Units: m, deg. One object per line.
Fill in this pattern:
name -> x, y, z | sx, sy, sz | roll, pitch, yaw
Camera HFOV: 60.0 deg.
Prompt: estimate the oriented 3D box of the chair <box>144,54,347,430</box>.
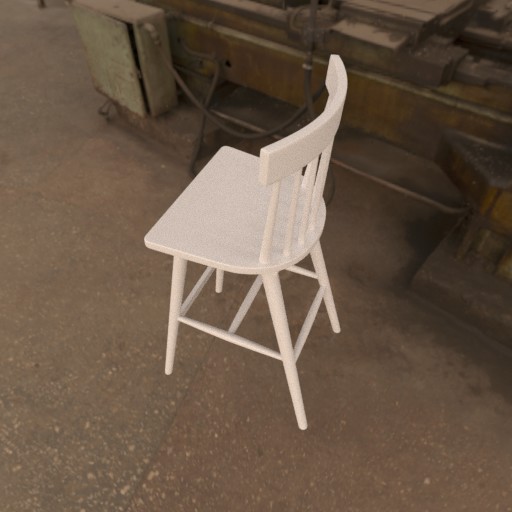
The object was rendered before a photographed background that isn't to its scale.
chair -> 0.000, 0.000, 1.377 | 0.572, 1.092, 0.483 | 17, 49, 16
